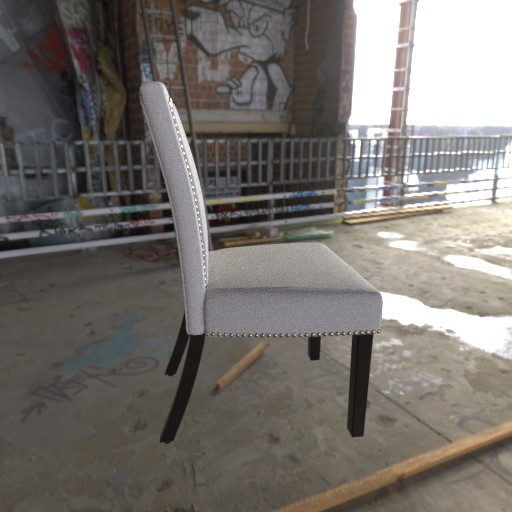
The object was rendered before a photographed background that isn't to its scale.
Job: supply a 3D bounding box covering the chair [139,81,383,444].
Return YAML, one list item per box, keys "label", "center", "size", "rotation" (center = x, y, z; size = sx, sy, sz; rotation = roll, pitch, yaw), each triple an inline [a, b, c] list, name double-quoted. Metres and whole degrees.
- label: "chair"
  center: [0.000, 0.000, 1.296]
  size: [0.589, 0.946, 0.518]
  rotation: [-3, 17, -8]
